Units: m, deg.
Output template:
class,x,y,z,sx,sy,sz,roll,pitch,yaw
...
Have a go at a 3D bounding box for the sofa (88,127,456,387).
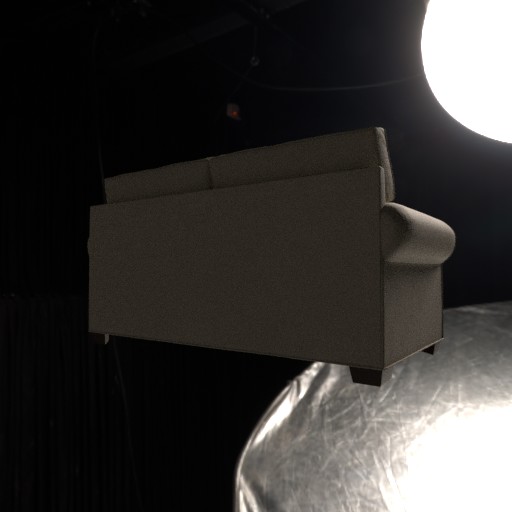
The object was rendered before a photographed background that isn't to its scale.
class,x,y,z,sx,sy,sz,roll,pitch,yaw
sofa,0.000,0.000,2.288,1.774,0.933,0.861,-1,-2,35
